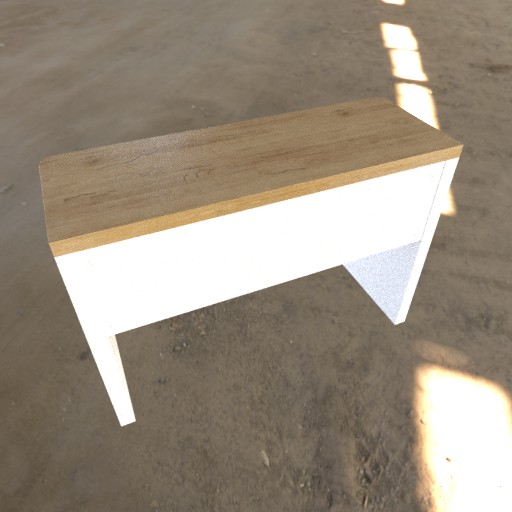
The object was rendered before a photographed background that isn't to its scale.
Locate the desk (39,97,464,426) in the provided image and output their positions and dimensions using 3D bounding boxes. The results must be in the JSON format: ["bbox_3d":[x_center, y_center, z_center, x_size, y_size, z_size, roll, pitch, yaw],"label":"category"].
[{"bbox_3d":[0.000,0.000,1.463,1.100,0.760,0.390,-16,43,-17],"label":"desk"}]
